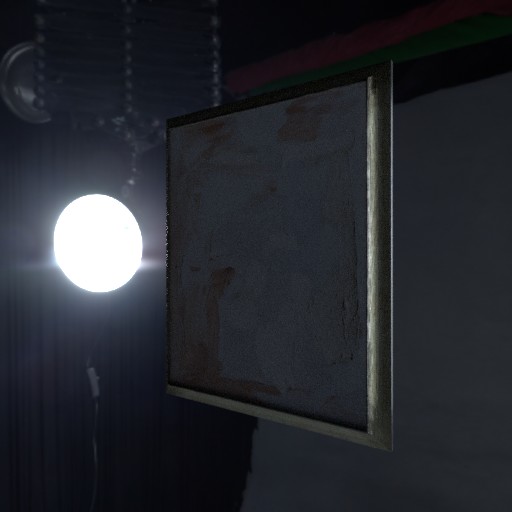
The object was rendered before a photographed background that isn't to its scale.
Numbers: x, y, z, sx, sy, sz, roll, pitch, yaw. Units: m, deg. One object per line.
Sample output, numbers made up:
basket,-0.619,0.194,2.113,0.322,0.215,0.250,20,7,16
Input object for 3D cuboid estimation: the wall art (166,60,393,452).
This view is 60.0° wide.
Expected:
wall art,0.000,0.000,0.623,0.381,0.457,0.023,0,0,36
